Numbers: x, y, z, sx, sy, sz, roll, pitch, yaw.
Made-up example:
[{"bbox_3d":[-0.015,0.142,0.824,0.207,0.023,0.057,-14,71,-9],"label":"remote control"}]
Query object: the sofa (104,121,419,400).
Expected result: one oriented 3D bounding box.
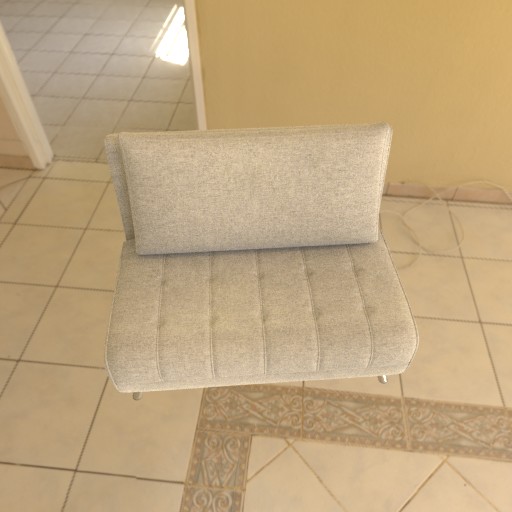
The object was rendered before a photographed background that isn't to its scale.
[{"bbox_3d":[0.000,0.000,1.877,1.220,0.910,0.910,-3,48,-3],"label":"sofa"}]
